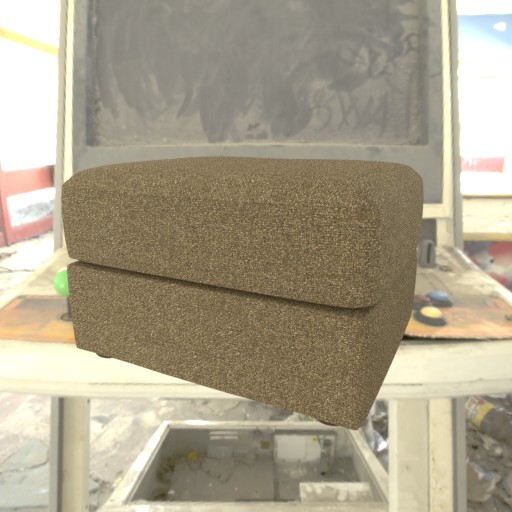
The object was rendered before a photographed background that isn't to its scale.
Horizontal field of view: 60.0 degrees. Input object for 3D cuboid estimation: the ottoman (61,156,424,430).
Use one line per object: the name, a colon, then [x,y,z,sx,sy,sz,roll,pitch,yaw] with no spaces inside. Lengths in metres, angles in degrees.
ottoman: [0.000,0.000,1.124,0.742,0.476,0.598,8,17,26]
